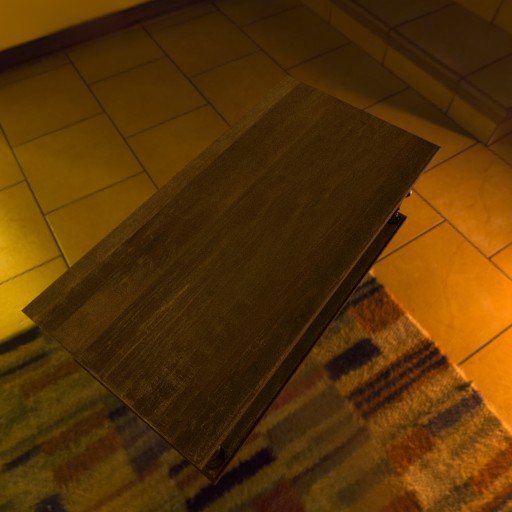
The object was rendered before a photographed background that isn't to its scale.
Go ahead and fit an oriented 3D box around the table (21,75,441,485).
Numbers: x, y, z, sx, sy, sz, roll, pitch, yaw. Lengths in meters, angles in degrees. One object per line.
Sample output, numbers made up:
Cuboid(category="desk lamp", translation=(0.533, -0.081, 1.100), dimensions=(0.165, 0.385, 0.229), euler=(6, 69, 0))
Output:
Cuboid(category="table", translation=(0.000, 0.000, 1.334), dimensions=(0.554, 0.373, 1.088), euler=(33, 64, 19))
